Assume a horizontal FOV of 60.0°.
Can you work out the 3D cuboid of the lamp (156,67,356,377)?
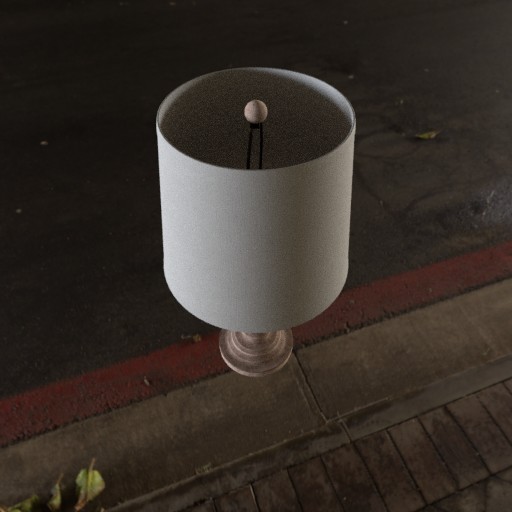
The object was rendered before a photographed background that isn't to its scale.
[{"bbox_3d":[0.000,0.000,0.664,0.273,0.497,0.273,0,48,0],"label":"lamp"}]
